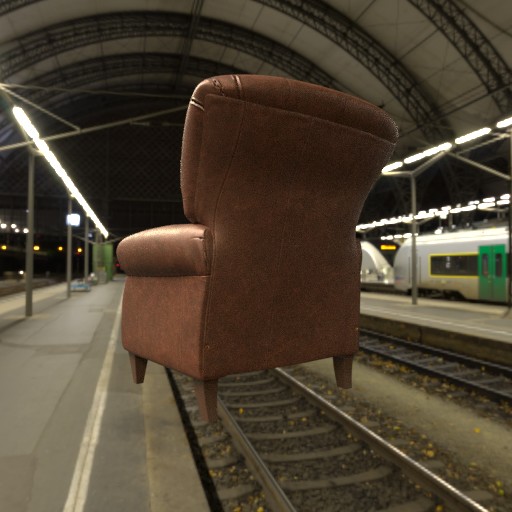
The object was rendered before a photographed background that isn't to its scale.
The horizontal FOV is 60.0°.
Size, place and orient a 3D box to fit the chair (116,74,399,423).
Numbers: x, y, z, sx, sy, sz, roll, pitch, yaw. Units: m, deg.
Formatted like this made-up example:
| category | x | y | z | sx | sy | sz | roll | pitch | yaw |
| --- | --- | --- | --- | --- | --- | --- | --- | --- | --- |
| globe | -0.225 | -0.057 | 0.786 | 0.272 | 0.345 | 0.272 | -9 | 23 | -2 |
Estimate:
| category | x | y | z | sx | sy | sz | roll | pitch | yaw |
| --- | --- | --- | --- | --- | --- | --- | --- | --- | --- |
| chair | 0.000 | 0.000 | 1.917 | 0.979 | 1.162 | 1.031 | 1 | -2 | -37 |
